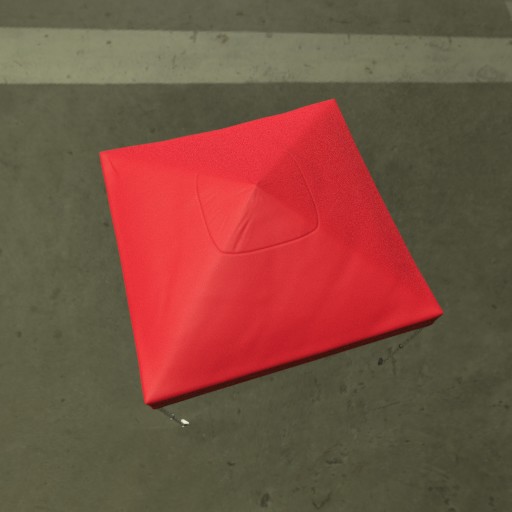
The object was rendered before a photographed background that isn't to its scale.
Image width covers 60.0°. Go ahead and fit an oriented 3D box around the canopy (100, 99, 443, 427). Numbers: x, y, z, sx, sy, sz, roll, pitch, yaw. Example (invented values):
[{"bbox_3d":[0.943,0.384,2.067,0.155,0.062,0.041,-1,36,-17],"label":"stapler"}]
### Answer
[{"bbox_3d":[0.000,0.000,5.460,2.996,2.997,2.998,-15,65,-7],"label":"canopy"}]
